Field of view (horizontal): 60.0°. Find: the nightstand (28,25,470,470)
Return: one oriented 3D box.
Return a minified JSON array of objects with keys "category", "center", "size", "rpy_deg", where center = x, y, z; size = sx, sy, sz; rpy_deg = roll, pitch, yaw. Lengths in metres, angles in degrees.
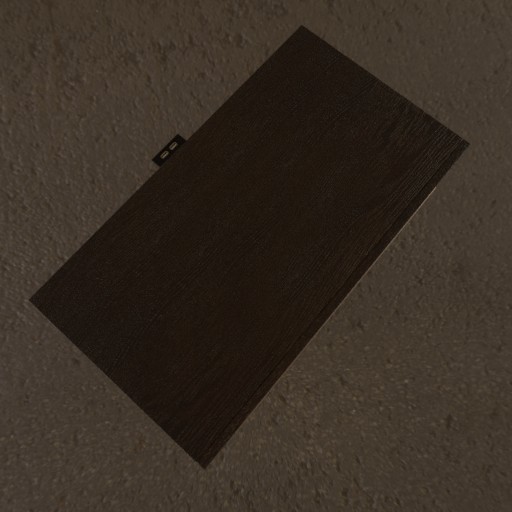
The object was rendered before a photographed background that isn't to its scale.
[{"category":"nightstand","center":[0.000,0.000,1.126],"size":[0.457,0.612,0.775],"rpy_deg":[40,79,9]}]
